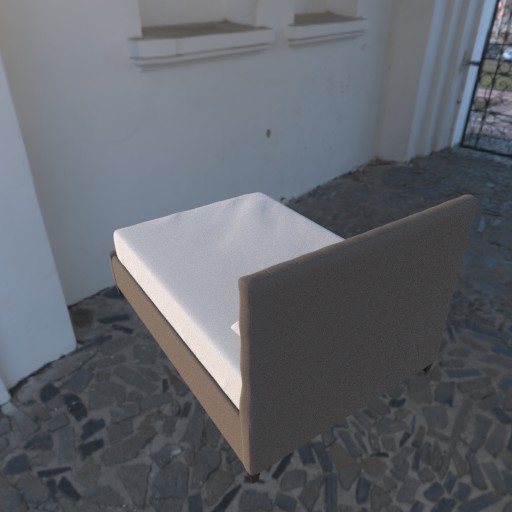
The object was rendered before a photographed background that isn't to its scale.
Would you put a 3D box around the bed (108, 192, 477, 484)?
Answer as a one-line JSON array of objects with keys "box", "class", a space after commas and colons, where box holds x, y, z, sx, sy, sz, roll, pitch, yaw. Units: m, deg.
[{"box": [0.000, 0.000, 3.463, 1.698, 1.427, 2.387, -19, 36, -29], "class": "bed"}]
